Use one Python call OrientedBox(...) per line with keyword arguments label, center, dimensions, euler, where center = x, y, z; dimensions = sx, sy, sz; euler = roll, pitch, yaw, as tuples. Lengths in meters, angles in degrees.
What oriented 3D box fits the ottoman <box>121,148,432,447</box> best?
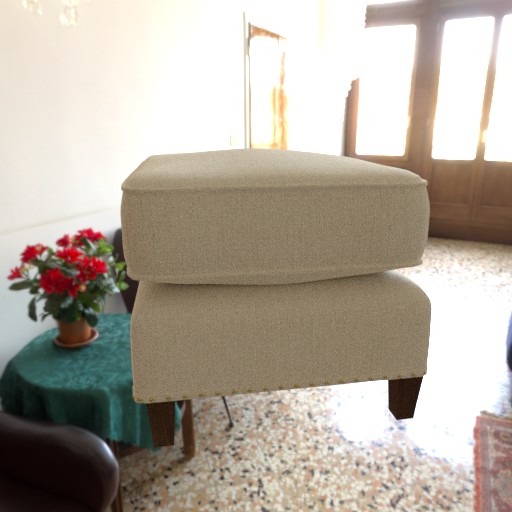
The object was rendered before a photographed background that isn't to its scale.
OrientedBox(label="ottoman", center=(0.000, 0.000, 1.135), dimensions=(0.589, 0.537, 0.738), euler=(-3, 17, -9))
